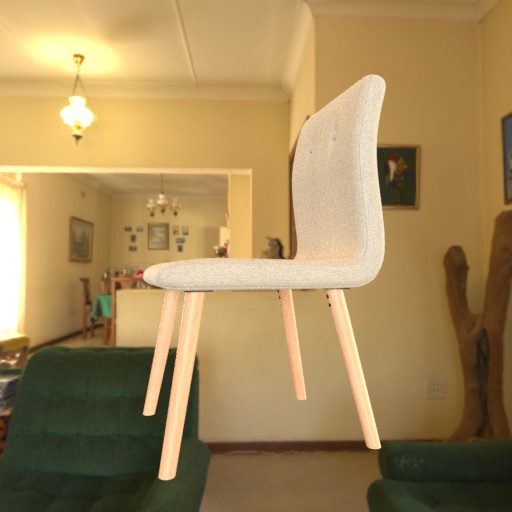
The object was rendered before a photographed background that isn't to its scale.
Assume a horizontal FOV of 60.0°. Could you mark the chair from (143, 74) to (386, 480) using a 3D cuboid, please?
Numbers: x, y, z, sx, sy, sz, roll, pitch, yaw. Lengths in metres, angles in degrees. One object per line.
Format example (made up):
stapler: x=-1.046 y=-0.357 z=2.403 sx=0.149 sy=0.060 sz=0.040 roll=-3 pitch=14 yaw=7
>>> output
chair: x=0.000 y=0.000 z=1.157 sx=0.550 sy=0.885 sz=0.435 roll=1 pitch=-2 yaw=-18
